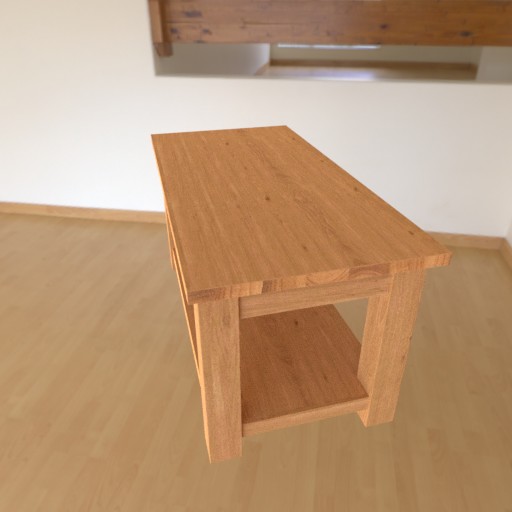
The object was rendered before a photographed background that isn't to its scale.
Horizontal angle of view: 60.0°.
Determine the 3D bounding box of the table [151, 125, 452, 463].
[{"bbox_3d":[0.000,0.000,1.189,0.450,0.452,0.899,-8,31,-13],"label":"table"}]
